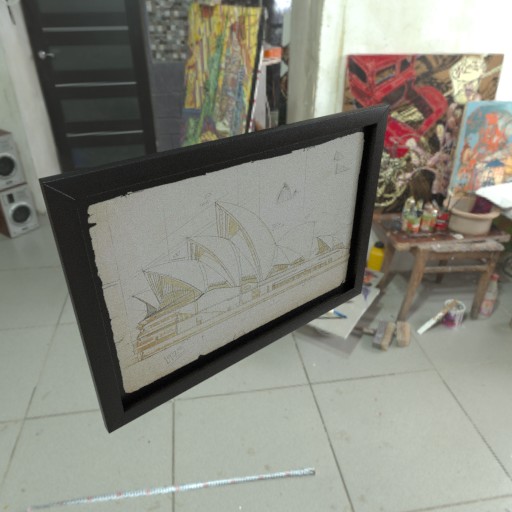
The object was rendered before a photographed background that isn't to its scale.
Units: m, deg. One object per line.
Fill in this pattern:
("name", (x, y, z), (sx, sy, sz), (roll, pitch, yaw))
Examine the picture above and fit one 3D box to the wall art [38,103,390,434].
("wall art", (0.000, 0.000, 0.551), (0.440, 0.306, 0.013), (-22, 38, -32))
